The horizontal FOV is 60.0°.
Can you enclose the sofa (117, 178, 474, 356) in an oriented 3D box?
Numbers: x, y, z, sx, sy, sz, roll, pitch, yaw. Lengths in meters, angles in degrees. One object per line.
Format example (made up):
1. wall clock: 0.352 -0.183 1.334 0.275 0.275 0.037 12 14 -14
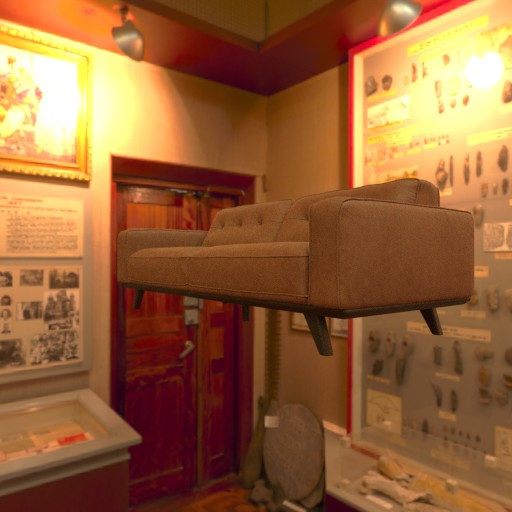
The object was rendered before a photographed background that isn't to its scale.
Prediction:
1. sofa: 0.000 0.000 2.713 0.953 0.780 2.270 0 0 -37
